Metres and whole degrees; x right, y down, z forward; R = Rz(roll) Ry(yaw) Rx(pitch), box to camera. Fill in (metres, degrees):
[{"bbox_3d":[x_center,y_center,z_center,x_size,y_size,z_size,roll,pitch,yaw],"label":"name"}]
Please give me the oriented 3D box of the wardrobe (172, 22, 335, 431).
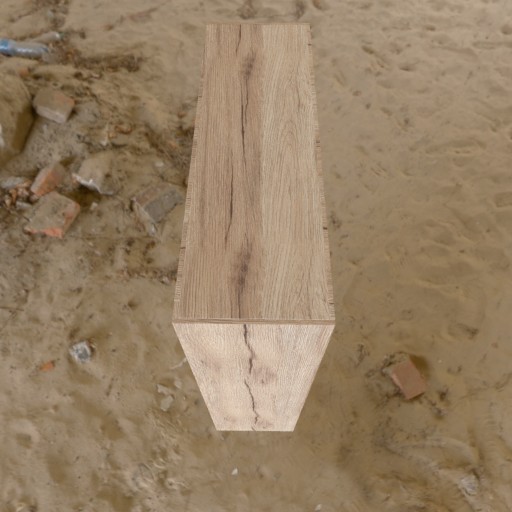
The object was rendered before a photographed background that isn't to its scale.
[{"bbox_3d":[0.000,0.000,2.904,0.580,2.070,1.810,1,59,0],"label":"wardrobe"}]
